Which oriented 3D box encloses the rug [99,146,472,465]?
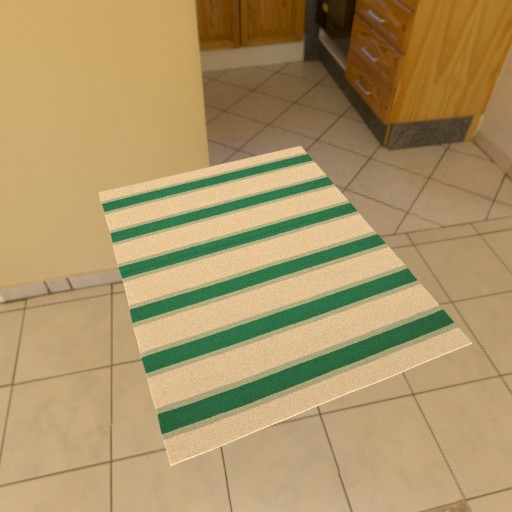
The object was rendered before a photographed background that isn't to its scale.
[{"bbox_3d":[0.000,0.000,4.128,2.434,0.019,3.041,-16,48,-15],"label":"rug"}]
